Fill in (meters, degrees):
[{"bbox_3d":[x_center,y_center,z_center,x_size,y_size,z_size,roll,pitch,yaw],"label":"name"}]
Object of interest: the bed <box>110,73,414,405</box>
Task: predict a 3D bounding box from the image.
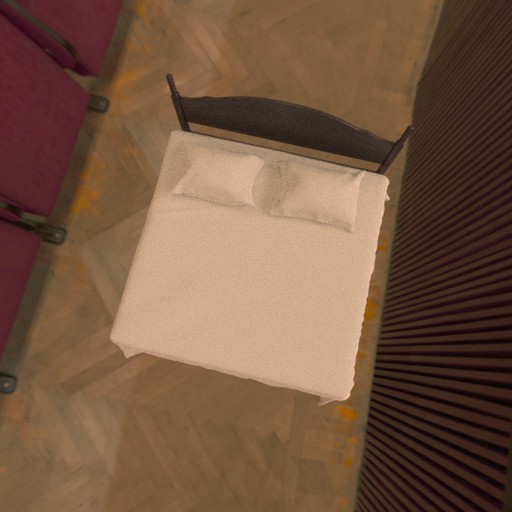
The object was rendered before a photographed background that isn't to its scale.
[{"bbox_3d":[0.000,0.000,3.755,2.322,1.355,2.219,13,78,3],"label":"bed"}]
